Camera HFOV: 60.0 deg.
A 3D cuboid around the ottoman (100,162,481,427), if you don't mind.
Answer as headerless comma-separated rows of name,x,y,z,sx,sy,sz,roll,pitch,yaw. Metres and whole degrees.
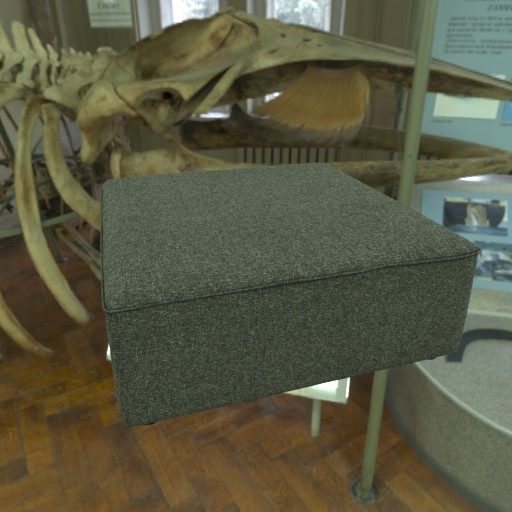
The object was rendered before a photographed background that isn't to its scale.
ottoman,0.000,0.000,1.571,1.017,0.423,1.021,-8,27,-15
